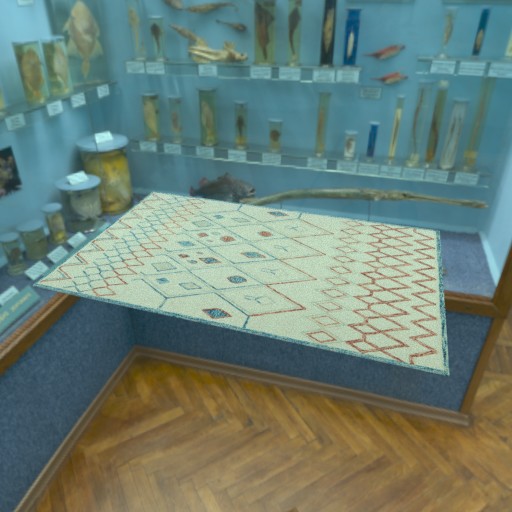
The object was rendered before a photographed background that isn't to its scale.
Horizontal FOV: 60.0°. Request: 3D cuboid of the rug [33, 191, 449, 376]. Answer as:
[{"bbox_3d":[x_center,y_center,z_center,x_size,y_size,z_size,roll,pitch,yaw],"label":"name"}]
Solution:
[{"bbox_3d":[0.000,0.000,3.060,2.438,0.015,1.524,10,33,15],"label":"rug"}]
